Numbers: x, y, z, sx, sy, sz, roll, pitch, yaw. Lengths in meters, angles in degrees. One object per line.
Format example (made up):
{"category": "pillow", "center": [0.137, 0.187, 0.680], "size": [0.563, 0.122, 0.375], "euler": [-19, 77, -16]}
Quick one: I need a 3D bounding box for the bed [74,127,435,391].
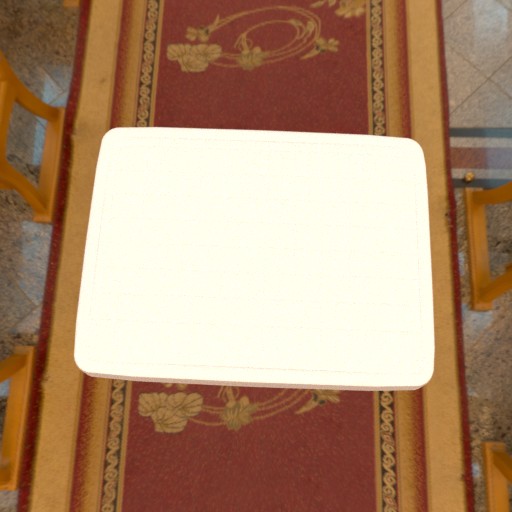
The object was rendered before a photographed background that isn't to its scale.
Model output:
{"category": "bed", "center": [0.000, 0.000, 2.682], "size": [2.036, 0.460, 1.520], "euler": [2, 77, 1]}
